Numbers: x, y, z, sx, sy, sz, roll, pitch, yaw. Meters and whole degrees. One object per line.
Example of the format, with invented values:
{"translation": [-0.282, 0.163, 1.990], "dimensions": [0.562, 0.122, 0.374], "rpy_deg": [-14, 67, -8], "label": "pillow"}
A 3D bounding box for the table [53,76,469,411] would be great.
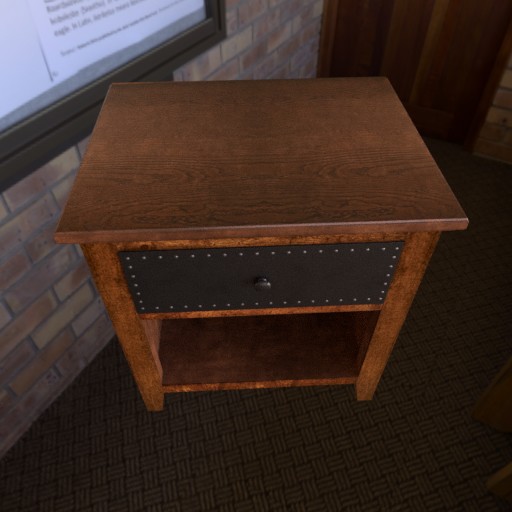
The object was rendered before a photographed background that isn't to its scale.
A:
{"translation": [0.000, 0.000, 0.988], "dimensions": [0.586, 0.597, 0.461], "rpy_deg": [-2, 46, -2], "label": "table"}
